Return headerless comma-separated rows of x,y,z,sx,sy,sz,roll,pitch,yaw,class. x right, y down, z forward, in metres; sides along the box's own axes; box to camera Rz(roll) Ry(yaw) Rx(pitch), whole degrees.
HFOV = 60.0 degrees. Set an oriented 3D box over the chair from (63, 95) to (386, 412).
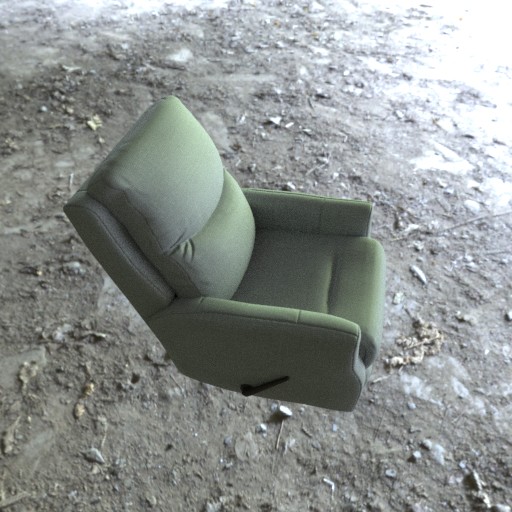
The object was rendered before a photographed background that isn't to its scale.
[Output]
0.000,0.000,1.788,1.080,1.030,0.829,10,47,10,chair
